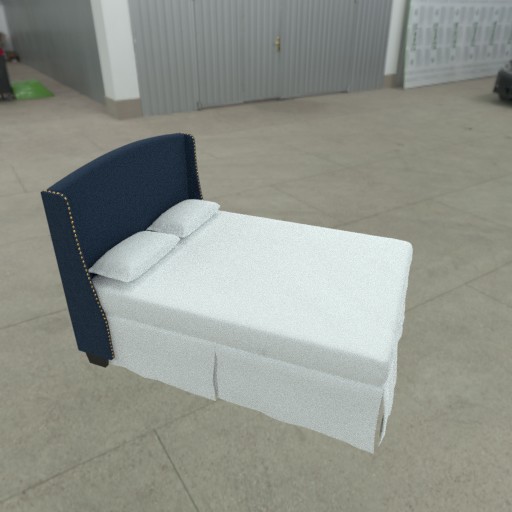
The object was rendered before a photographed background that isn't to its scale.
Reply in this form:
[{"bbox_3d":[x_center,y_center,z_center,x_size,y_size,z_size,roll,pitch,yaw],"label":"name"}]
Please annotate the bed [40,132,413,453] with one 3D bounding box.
[{"bbox_3d":[0.000,0.000,3.241,2.223,1.402,1.604,11,31,19],"label":"bed"}]
